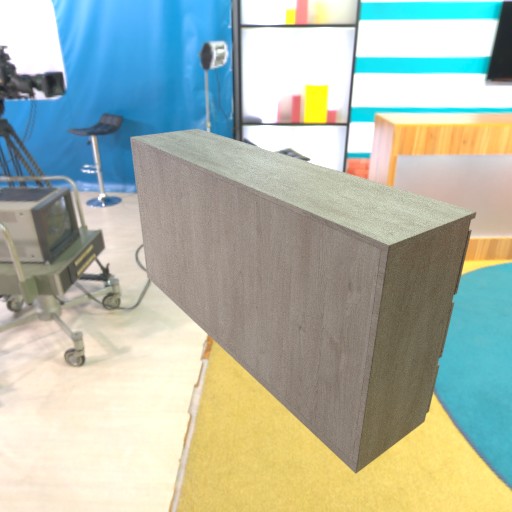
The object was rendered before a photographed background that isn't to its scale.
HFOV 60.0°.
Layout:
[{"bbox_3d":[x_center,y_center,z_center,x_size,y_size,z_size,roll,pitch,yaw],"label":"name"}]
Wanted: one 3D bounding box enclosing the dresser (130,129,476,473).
[{"bbox_3d":[0.000,0.000,1.898,0.390,0.795,1.590,-18,31,-32],"label":"dresser"}]
